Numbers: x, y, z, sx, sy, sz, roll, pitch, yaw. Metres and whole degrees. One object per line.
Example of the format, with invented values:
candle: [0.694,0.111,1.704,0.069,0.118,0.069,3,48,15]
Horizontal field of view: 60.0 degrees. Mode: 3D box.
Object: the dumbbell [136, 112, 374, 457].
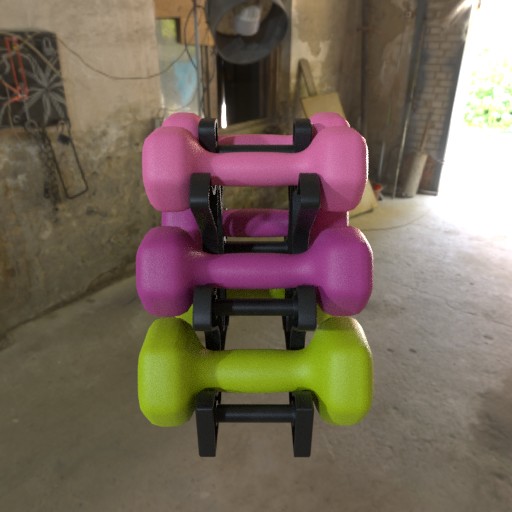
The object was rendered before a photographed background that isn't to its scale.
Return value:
dumbbell: [0.000,0.000,0.437,0.203,0.261,0.257,0,26,0]
